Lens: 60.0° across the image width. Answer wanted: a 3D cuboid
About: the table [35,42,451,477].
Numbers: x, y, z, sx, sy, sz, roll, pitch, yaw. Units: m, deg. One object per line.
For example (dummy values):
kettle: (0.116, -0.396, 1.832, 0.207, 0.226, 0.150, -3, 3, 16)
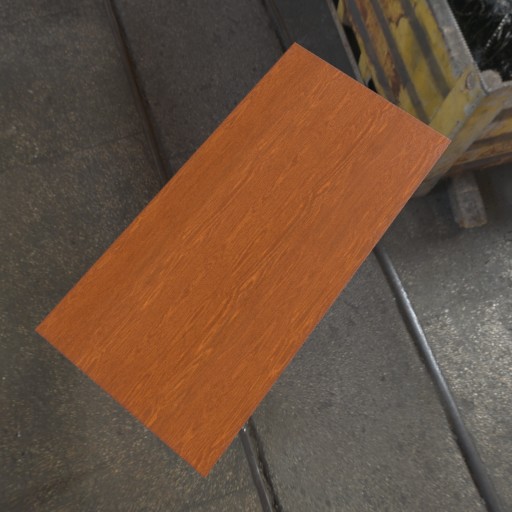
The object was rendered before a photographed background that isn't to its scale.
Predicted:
table: (0.000, 0.000, 2.093, 0.811, 0.755, 1.609, 37, 77, 10)
